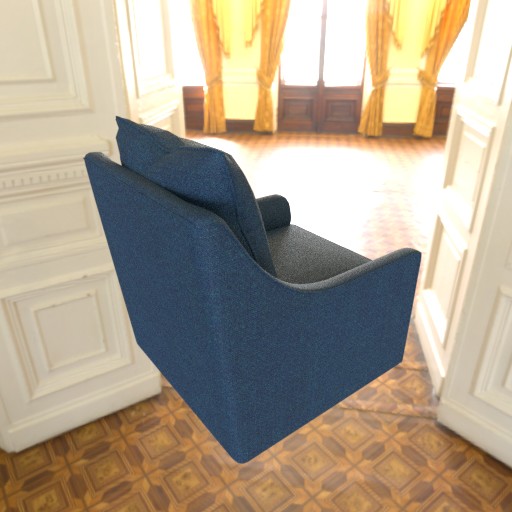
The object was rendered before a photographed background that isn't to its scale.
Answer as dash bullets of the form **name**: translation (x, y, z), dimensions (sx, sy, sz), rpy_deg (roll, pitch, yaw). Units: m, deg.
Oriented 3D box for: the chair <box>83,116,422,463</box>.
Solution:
- **chair**: translation (0.000, 0.000, 1.554), dimensions (0.870, 0.939, 0.750), rpy_deg (-19, 32, -33)
